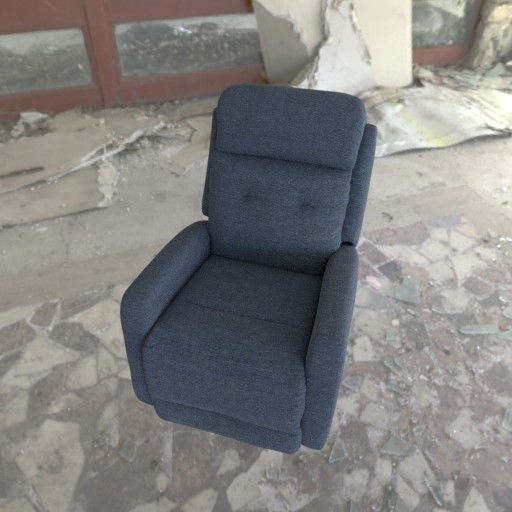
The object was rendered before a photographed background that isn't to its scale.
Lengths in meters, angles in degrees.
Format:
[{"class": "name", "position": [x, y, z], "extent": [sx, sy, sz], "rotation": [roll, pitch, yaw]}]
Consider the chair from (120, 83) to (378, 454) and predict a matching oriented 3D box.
[{"class": "chair", "position": [0.000, 0.000, 1.710], "extent": [0.798, 1.013, 1.043], "rotation": [11, 42, 13]}]
